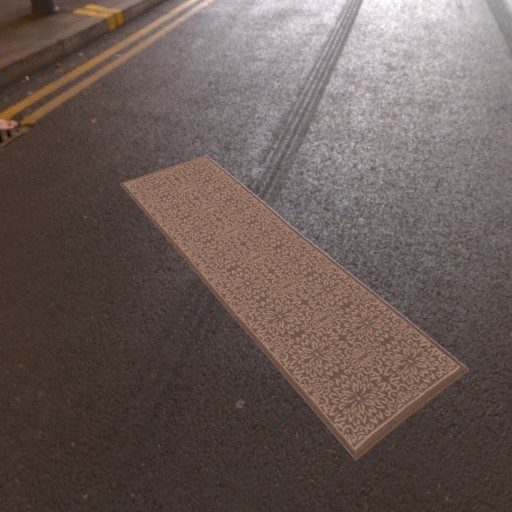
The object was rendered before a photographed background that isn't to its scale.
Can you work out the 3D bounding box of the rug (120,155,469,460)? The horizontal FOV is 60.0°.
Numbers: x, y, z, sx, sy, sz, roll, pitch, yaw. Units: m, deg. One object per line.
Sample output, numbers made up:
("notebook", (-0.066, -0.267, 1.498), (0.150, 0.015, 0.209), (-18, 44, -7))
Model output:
("rug", (0.000, 0.000, 2.390), (0.662, 0.011, 2.196), (-25, 48, -25))
